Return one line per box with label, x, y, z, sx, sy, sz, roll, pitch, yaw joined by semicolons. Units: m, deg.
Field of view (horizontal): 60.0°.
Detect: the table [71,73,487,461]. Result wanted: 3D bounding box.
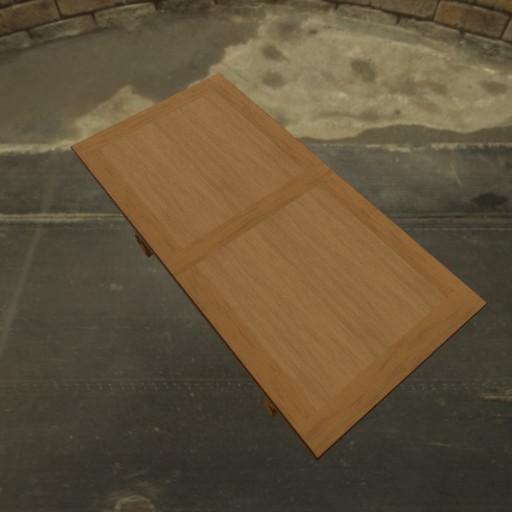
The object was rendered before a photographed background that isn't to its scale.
table;0.000;0.000;2.487;1.000;0.762;1.982;-34;65;-19
